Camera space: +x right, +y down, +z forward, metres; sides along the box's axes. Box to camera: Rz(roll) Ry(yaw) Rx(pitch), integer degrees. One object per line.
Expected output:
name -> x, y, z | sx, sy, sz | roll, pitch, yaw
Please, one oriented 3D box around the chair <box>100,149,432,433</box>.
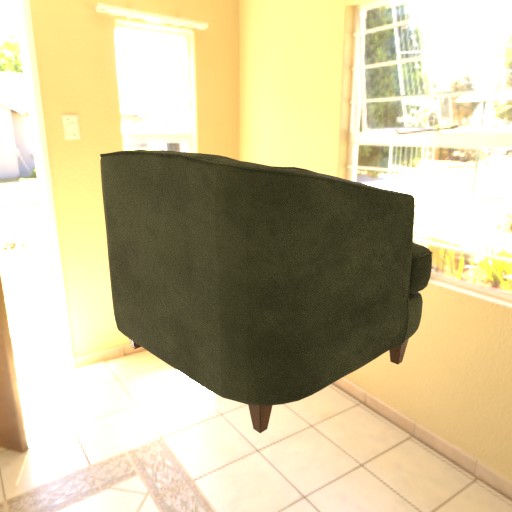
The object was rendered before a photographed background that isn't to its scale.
chair -> 0.000, 0.000, 1.799 | 0.941, 0.852, 1.104 | -14, 21, -42
